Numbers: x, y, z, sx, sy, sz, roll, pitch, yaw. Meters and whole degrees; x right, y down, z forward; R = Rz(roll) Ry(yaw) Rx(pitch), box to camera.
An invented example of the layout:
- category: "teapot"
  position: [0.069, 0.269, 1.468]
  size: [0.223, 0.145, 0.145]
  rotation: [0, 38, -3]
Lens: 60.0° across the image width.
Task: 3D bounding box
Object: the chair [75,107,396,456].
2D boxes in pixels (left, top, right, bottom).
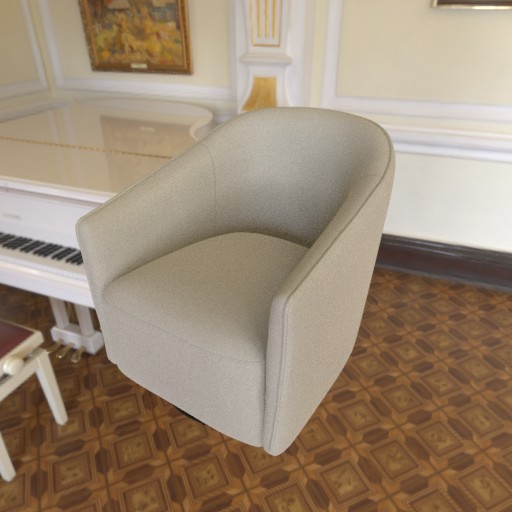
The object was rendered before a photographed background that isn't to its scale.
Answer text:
- category: "chair"
  position: [0.000, 0.000, 1.446]
  size: [0.747, 0.799, 0.875]
  rotation: [18, 34, 29]
